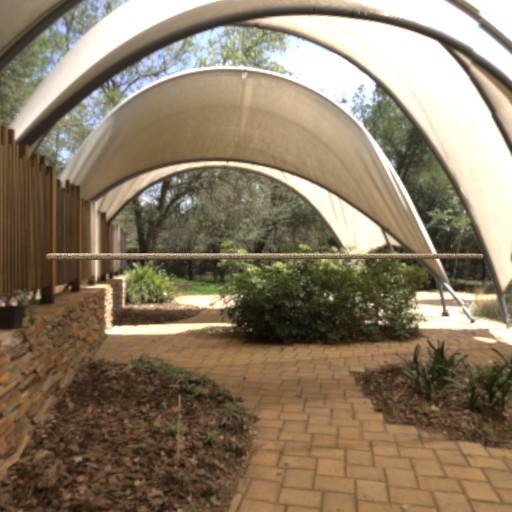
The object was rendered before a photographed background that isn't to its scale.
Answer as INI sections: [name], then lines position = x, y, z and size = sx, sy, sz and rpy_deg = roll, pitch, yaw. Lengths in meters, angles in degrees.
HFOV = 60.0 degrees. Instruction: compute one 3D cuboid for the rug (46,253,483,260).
[rug]
position = 0.000, 0.000, 3.063
size = 2.438, 0.030, 1.524
rpy_deg = 0, 0, -17
